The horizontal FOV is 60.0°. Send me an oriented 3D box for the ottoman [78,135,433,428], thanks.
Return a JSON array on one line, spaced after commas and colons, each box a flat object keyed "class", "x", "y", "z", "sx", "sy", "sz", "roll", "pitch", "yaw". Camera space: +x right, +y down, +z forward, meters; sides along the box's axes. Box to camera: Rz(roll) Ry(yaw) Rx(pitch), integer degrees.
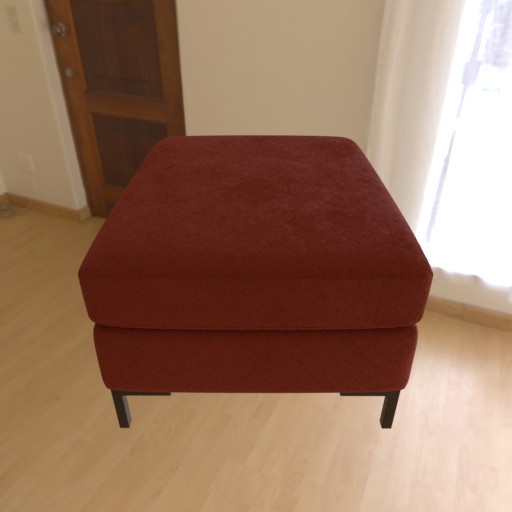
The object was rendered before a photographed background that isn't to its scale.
[{"class": "ottoman", "x": 0.000, "y": 0.000, "z": 1.189, "sx": 0.650, "sy": 0.462, "sz": 0.782, "roll": 0, "pitch": 32, "yaw": 0}]
